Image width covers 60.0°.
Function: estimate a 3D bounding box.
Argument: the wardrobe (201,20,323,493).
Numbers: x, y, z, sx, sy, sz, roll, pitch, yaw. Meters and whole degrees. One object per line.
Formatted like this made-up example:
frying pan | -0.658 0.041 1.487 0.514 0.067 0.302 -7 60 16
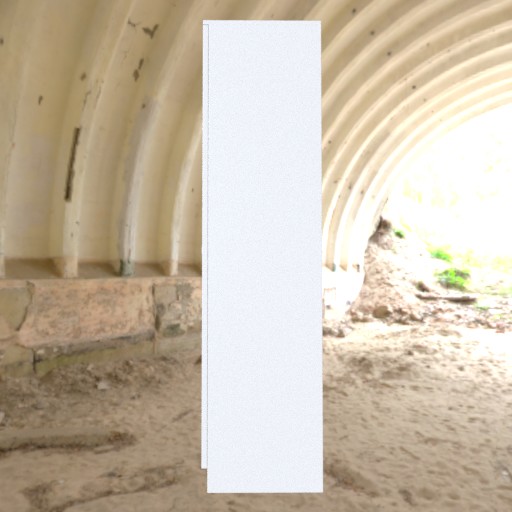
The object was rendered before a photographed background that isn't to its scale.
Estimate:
wardrobe | 0.000 0.000 1.974 0.470 1.700 0.760 0 -2 -1
